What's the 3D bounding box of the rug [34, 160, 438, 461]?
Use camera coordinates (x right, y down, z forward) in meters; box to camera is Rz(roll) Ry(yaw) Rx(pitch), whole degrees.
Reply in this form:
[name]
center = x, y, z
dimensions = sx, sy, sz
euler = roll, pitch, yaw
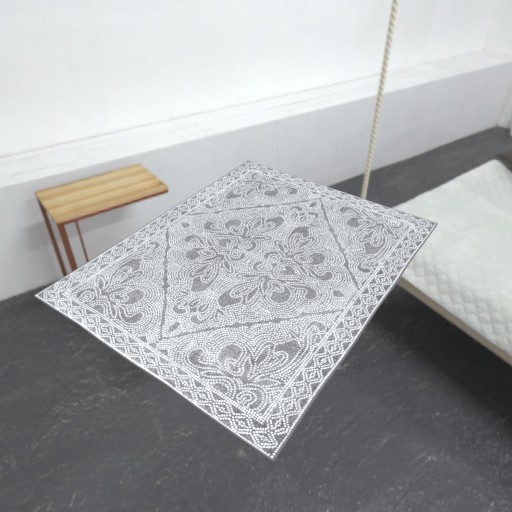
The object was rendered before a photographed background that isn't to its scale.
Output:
[rug]
center = 0.000, 0.000, 4.117
dimensions = 2.438, 0.012, 3.048
euler = 25, 45, 27
